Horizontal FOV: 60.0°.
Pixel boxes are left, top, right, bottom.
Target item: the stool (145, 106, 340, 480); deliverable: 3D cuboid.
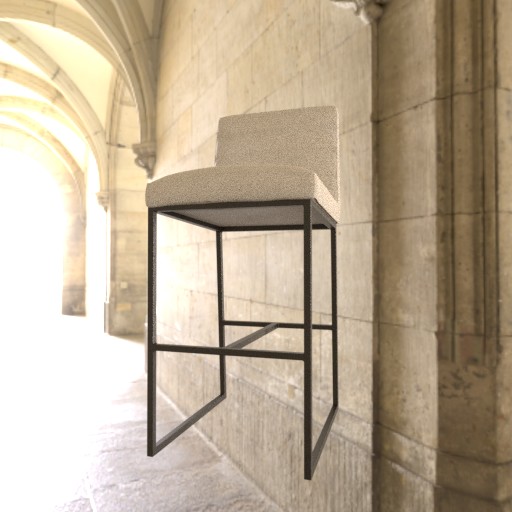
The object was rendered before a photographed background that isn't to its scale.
[{"bbox_3d":[0.000,0.000,1.363,0.464,1.061,0.573,0,-1,17],"label":"stool"}]
